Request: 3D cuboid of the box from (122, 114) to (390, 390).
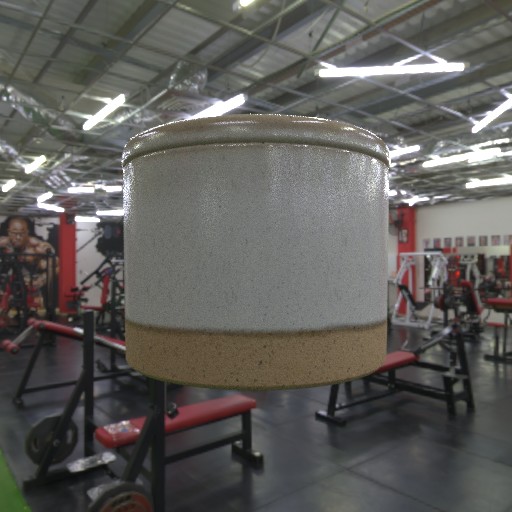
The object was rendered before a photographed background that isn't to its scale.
[{"bbox_3d":[0.000,0.000,0.265,0.154,0.123,0.154,0,-1,0],"label":"box"}]
